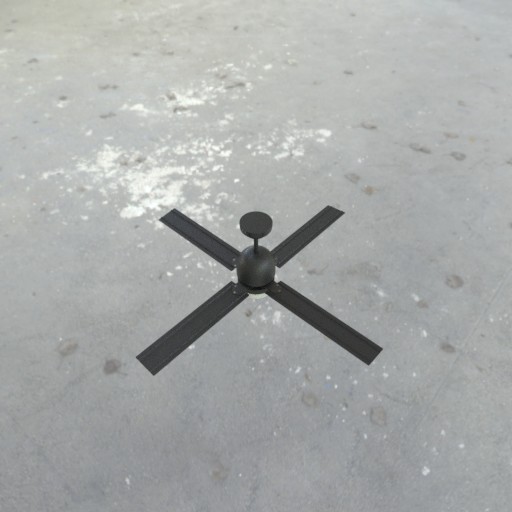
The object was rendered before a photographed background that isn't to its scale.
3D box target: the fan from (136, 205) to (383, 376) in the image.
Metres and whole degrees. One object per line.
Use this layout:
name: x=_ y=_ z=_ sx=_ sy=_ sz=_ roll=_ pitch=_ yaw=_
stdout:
fan: x=0.000 y=0.000 z=2.008 sx=1.319 sy=0.410 sz=1.319 roll=32 pitch=54 yaw=27
